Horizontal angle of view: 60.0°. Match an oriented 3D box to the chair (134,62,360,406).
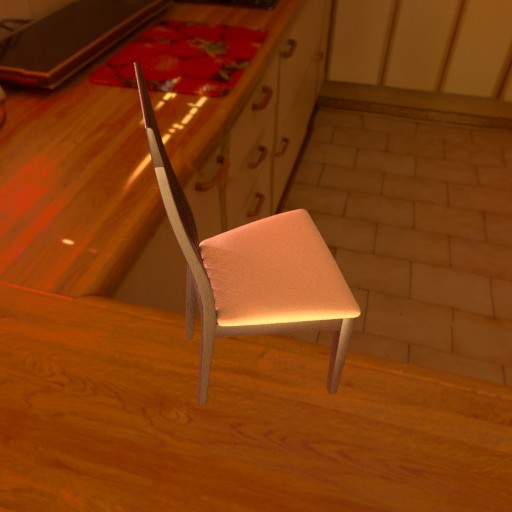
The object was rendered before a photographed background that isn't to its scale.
[{"bbox_3d":[0.000,0.000,1.264,0.474,1.027,0.460,-11,46,-10],"label":"chair"}]
